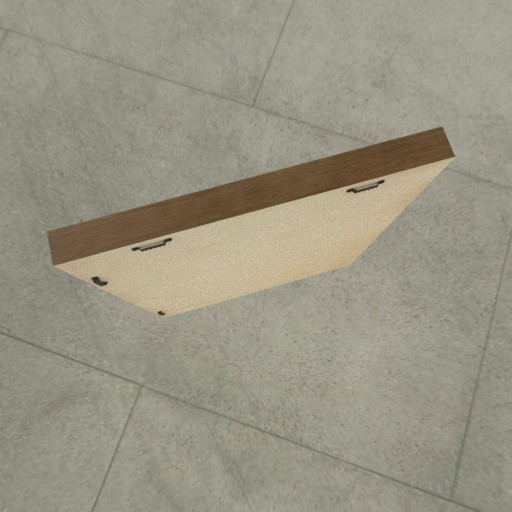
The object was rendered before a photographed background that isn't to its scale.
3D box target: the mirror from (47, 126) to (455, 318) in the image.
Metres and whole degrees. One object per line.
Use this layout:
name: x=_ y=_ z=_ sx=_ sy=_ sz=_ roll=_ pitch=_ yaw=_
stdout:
mirror: x=0.000 y=0.000 z=0.680 sx=0.406 sy=0.509 sz=0.041 roll=-16 pitch=77 yaw=-4
